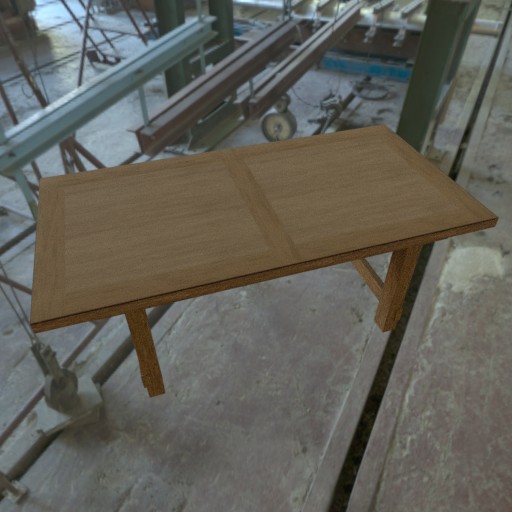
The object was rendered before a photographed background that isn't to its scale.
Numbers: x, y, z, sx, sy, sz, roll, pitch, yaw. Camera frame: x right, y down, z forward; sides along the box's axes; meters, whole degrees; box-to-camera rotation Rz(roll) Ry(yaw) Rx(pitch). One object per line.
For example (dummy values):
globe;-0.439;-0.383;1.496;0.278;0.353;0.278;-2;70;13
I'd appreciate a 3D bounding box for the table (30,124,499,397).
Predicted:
table;0.000;0.000;2.373;1.982;0.762;1.000;-12;43;-13
